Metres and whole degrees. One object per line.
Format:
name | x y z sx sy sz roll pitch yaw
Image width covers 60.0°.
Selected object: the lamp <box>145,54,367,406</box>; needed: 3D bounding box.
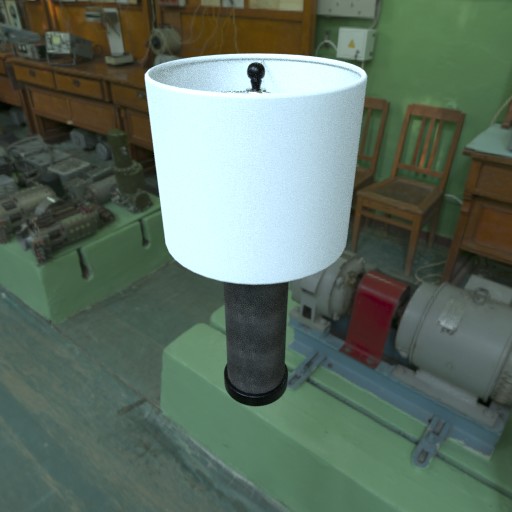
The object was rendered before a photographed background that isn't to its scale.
lamp | 0.000 0.000 0.782 0.305 0.634 0.305 22 38 31
